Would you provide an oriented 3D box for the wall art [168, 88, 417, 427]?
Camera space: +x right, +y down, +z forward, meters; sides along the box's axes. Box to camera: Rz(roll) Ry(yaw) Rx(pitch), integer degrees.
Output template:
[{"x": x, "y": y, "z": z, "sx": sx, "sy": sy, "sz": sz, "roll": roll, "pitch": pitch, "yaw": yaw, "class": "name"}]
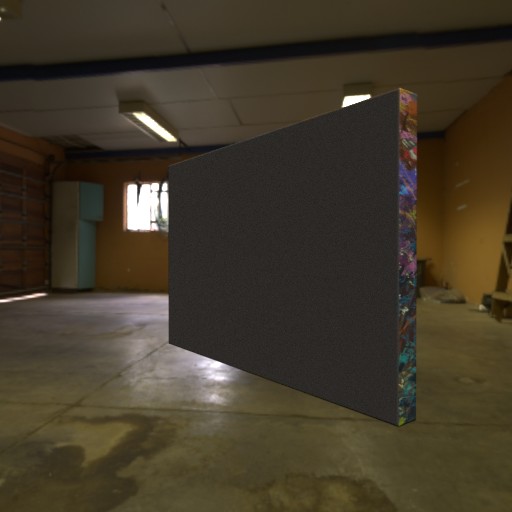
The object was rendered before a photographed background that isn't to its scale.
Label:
[{"x": 0.000, "y": 0.000, "z": 0.783, "sx": 0.037, "sy": 0.406, "sz": 0.610, "roll": 0, "pitch": 1, "yaw": -38, "class": "wall art"}]
